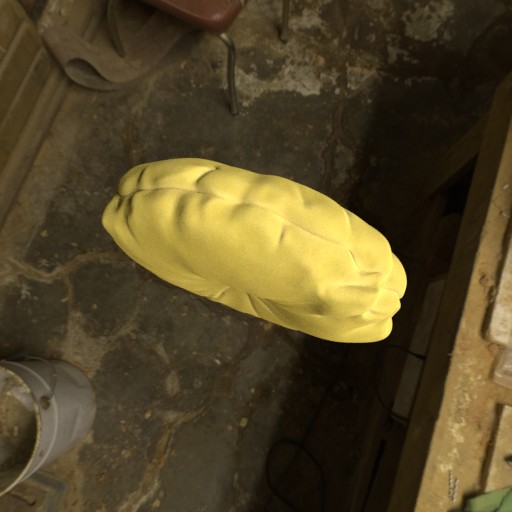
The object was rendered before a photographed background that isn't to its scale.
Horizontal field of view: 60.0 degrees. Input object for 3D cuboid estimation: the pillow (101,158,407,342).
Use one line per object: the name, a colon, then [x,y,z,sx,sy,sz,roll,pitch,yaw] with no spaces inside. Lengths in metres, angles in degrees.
pillow: [0.000,0.000,0.630,0.428,0.407,0.148,20,78,4]
